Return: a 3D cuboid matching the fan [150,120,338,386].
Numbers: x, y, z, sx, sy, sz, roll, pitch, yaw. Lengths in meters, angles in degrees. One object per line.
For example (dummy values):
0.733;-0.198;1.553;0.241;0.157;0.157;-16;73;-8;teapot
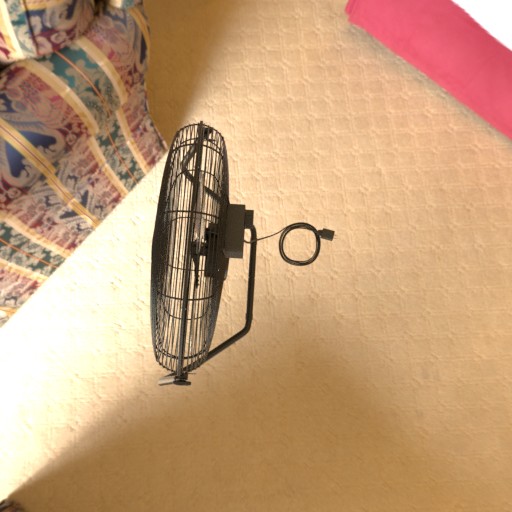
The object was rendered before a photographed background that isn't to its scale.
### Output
0.000;0.000;0.903;0.424;0.546;0.555;3;77;1;fan
